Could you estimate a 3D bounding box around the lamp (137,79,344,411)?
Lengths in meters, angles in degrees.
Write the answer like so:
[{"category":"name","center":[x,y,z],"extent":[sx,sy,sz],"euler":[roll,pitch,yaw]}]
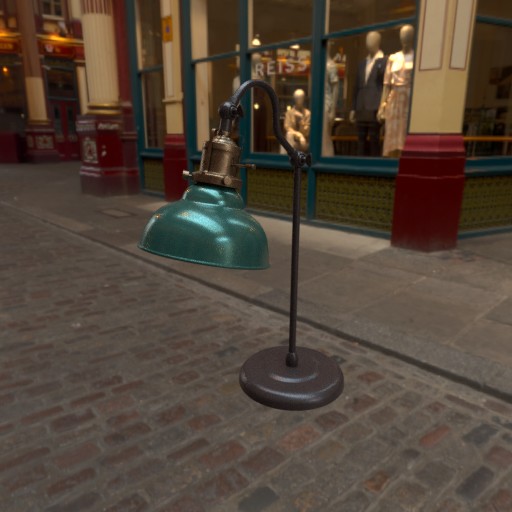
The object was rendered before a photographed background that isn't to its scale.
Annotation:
[{"category":"lamp","center":[0.000,0.000,0.682],"extent":[0.374,0.508,0.192],"euler":[-16,22,-42]}]
